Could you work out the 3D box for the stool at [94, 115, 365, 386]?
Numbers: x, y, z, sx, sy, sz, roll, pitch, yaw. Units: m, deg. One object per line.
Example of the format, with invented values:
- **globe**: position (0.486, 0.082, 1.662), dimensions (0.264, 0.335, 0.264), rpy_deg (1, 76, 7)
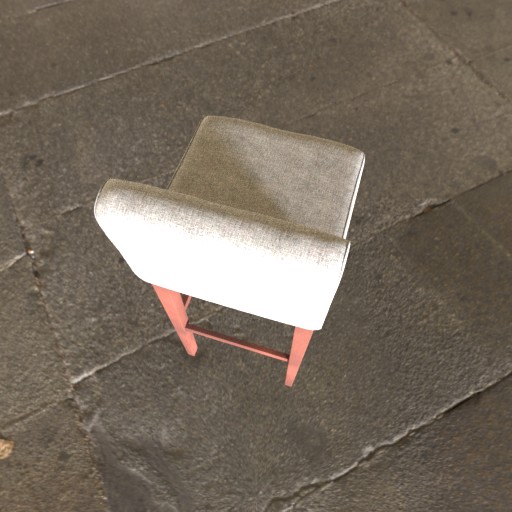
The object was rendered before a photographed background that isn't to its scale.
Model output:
- **stool**: position (0.000, 0.000, 1.219), dimensions (0.426, 0.965, 0.499), rpy_deg (15, 62, 8)
